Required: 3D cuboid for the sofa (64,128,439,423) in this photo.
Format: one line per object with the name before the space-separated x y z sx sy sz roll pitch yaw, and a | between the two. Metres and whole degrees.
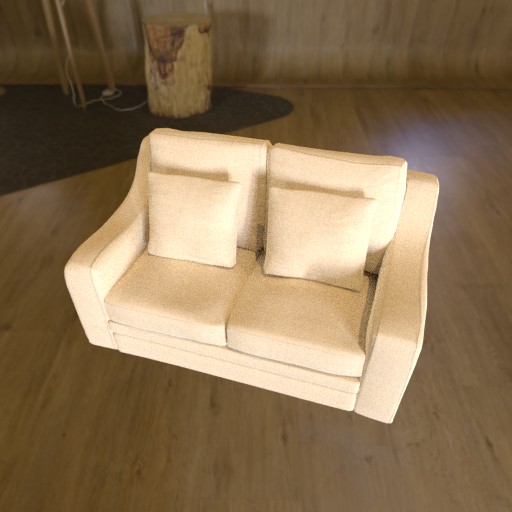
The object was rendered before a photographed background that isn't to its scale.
sofa | 0.000 0.000 2.378 1.744 1.047 1.040 11 41 13
